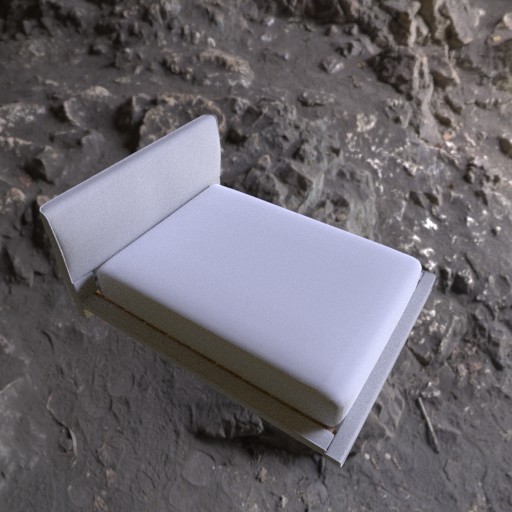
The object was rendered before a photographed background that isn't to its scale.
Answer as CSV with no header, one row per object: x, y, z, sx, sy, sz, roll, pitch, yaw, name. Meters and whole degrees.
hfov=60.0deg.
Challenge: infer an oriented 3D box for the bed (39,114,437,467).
0.000,0.000,3.352,2.368,1.067,1.840,24,47,25,bed
